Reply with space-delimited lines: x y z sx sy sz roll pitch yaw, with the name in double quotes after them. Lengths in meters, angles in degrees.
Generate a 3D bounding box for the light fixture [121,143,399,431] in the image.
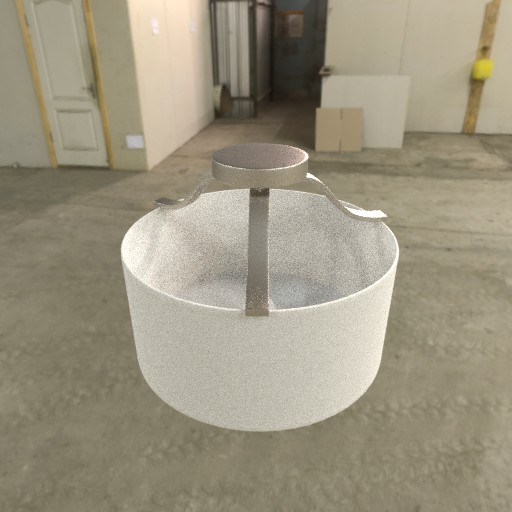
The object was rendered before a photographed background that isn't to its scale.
0.000 0.000 0.652 0.395 0.304 0.395 0 28 0 "light fixture"
